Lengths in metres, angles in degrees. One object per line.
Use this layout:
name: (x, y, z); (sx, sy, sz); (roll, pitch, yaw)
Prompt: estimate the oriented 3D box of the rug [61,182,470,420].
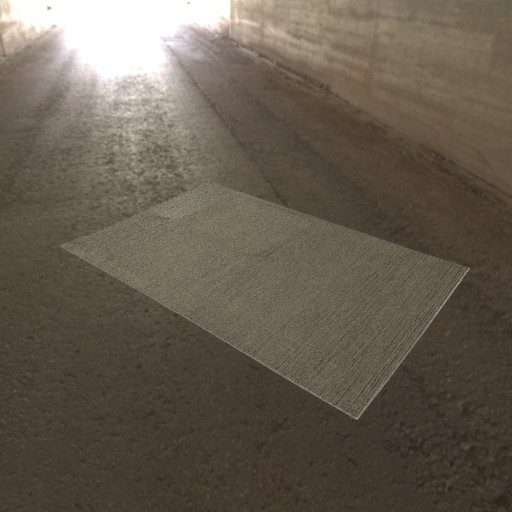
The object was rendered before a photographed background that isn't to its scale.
rug: (0.000, 0.000, 2.264); (1.773, 0.021, 1.149); (23, 38, 33)
